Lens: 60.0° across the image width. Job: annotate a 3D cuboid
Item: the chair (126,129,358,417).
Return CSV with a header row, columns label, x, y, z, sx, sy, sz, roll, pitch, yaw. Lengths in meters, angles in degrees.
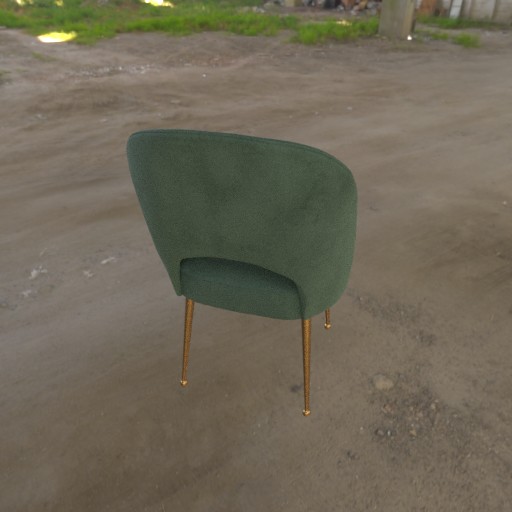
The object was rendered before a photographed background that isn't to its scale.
label,x,y,z,sx,sy,sz,roll,pitch,yaw
chair,0.000,0.000,1.234,0.527,0.860,0.577,9,34,14
